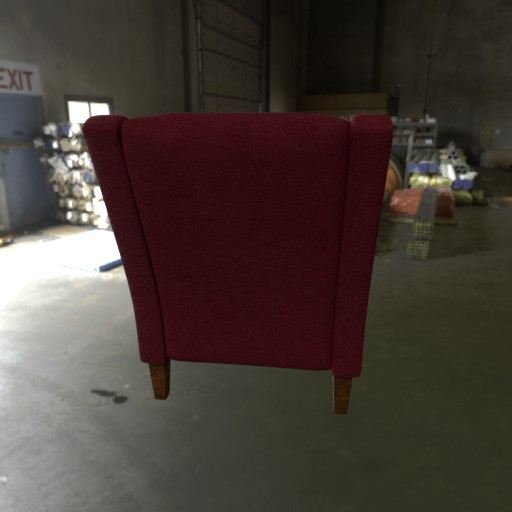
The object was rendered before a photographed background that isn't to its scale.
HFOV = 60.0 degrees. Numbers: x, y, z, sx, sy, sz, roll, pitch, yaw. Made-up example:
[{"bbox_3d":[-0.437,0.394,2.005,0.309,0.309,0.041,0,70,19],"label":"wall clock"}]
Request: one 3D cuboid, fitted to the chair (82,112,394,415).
[{"bbox_3d":[0.000,0.000,1.682,0.793,1.017,0.985,2,17,7],"label":"chair"}]
